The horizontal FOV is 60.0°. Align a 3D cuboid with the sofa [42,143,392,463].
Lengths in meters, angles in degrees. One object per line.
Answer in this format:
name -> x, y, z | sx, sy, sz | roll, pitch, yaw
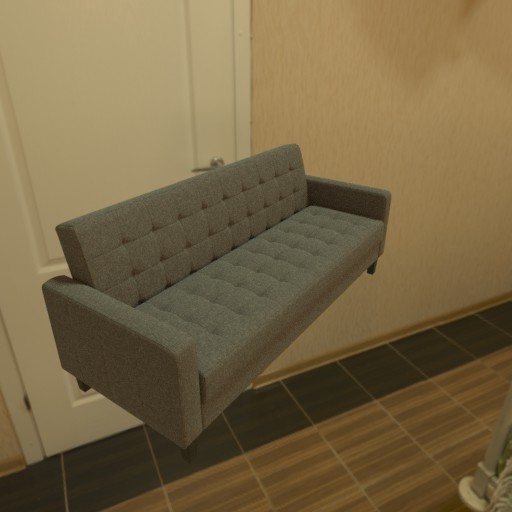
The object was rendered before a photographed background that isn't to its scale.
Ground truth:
sofa -> 0.000, 0.000, 2.457 | 0.810, 0.850, 2.040 | 18, 32, 31
